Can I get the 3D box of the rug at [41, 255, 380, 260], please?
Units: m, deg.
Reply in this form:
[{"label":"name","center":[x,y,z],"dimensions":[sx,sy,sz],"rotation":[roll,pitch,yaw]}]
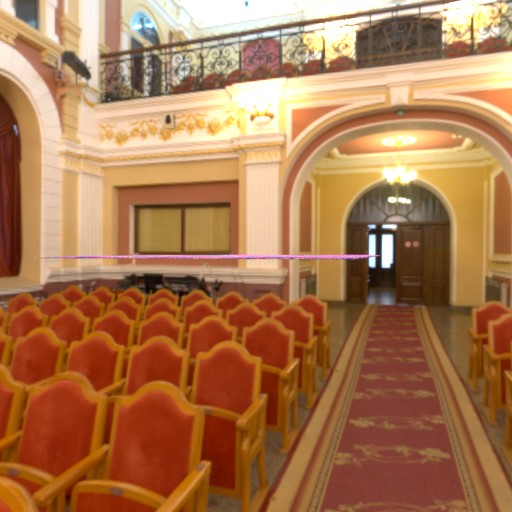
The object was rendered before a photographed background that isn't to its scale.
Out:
[{"label":"rug","center":[0.000,0.000,2.988],"dimensions":[1.539,0.013,2.350],"rotation":[0,0,18]}]
